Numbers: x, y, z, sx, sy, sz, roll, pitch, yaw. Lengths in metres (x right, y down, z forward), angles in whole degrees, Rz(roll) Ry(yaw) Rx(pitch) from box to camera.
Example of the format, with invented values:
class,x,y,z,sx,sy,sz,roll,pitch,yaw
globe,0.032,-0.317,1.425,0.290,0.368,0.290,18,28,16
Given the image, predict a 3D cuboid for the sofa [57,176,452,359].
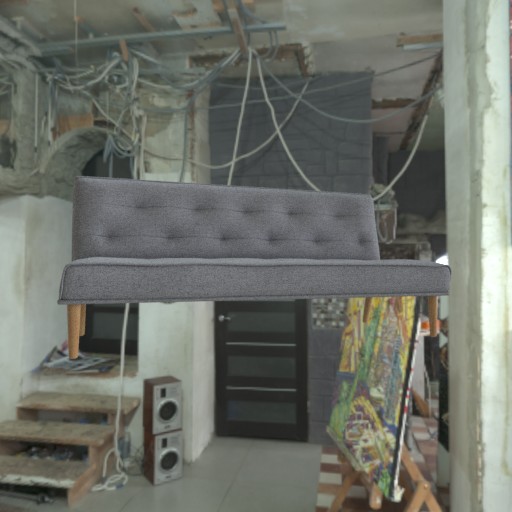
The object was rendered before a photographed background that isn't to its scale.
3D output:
class,x,y,z,sx,sy,sz,roll,pitch,yaw
sofa,0.000,0.000,2.301,1.820,0.830,0.810,1,-2,-19
